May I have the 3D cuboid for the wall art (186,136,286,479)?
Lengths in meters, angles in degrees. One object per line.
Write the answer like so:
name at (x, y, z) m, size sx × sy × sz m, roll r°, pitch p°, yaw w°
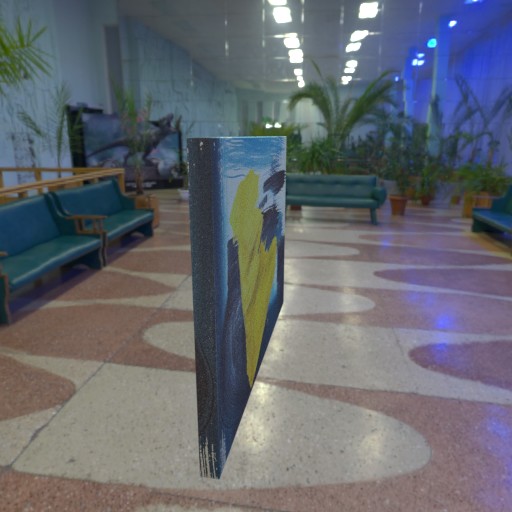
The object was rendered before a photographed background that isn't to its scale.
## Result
wall art at (0.000, 0.000, 1.174) m, size 0.039 × 0.610 × 0.914 m, roll 3°, pitch 15°, yaw 10°
